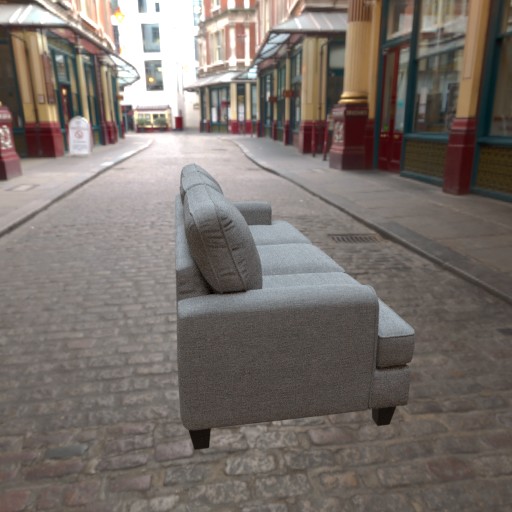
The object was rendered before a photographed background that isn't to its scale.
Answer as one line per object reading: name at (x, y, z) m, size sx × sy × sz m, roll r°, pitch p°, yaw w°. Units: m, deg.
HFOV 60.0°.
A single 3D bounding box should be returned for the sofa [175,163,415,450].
sofa at (0.000, 0.000, 2.656) m, size 0.951 × 0.965 × 2.158 m, roll -3°, pitch 17°, yaw -10°
